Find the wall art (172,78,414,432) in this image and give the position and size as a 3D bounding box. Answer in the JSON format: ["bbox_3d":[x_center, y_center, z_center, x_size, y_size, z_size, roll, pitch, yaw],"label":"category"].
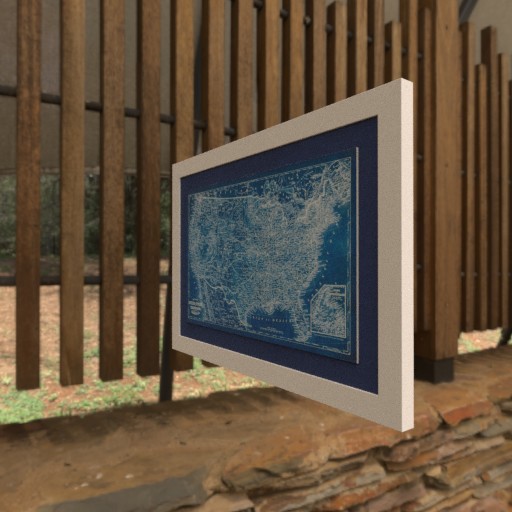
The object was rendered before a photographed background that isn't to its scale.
[{"bbox_3d":[0.000,0.000,1.666,0.051,0.902,1.308,0,0,-37],"label":"wall art"}]
